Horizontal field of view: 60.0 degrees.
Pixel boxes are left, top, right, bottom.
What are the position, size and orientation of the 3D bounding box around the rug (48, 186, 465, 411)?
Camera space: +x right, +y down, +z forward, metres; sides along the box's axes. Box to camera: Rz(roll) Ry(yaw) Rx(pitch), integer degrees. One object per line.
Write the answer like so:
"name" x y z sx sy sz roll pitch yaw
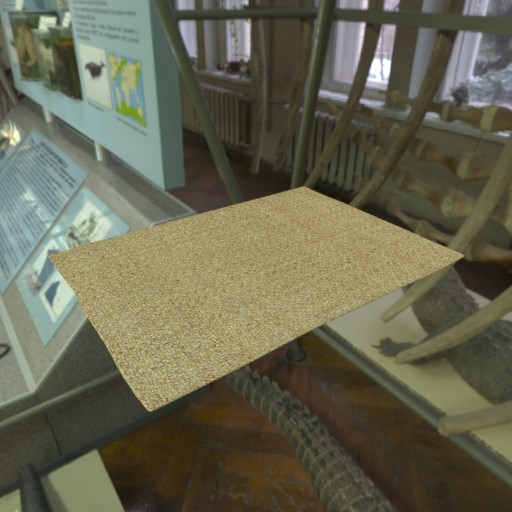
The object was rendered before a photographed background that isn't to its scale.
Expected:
"rug" 0.000 0.000 2.793 2.141 0.013 1.566 -20 35 -31
